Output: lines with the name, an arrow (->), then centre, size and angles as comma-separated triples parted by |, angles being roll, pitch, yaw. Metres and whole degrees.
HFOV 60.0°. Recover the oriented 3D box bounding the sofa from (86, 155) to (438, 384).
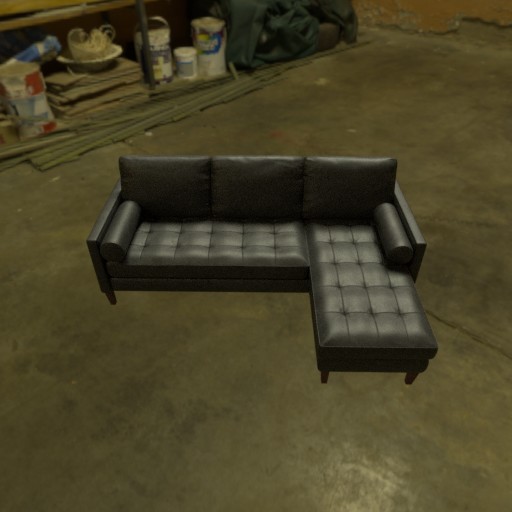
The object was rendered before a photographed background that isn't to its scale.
sofa -> 0.000, 0.000, 2.962 | 2.178, 0.876, 1.497 | 1, 39, 1
